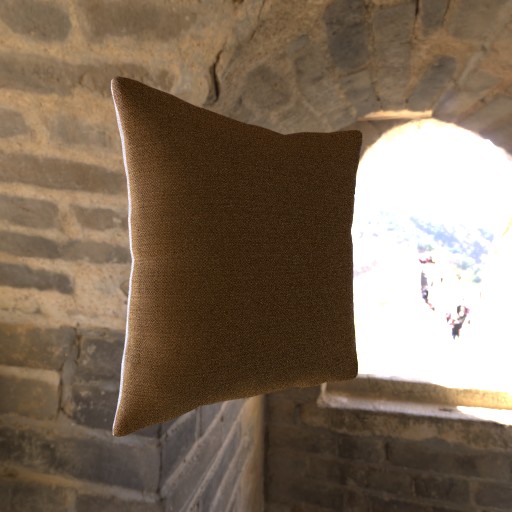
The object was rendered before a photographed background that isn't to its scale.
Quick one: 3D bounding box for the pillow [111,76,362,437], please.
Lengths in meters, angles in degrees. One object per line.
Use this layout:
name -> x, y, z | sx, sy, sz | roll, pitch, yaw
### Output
pillow -> 0.000, 0.000, 0.660 | 0.432, 0.437, 0.147 | -1, 2, -35
